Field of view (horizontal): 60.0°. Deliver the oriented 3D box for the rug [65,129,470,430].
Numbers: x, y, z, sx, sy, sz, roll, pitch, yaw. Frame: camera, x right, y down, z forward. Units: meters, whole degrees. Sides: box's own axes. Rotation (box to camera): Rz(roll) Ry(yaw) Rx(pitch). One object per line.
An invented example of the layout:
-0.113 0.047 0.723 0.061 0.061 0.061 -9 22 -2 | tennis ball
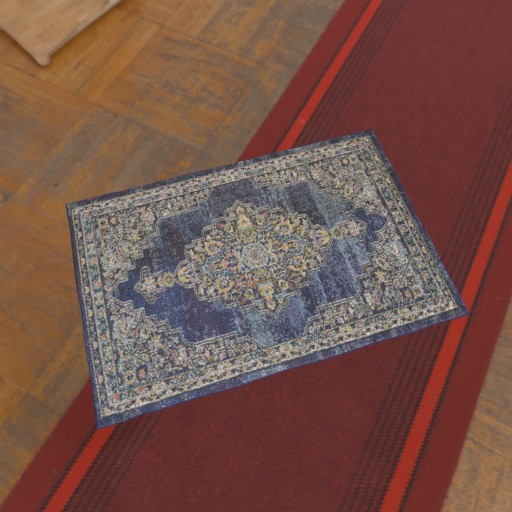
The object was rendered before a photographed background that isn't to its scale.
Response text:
0.000 0.000 2.240 1.781 0.012 1.184 -15 66 -7 | rug
